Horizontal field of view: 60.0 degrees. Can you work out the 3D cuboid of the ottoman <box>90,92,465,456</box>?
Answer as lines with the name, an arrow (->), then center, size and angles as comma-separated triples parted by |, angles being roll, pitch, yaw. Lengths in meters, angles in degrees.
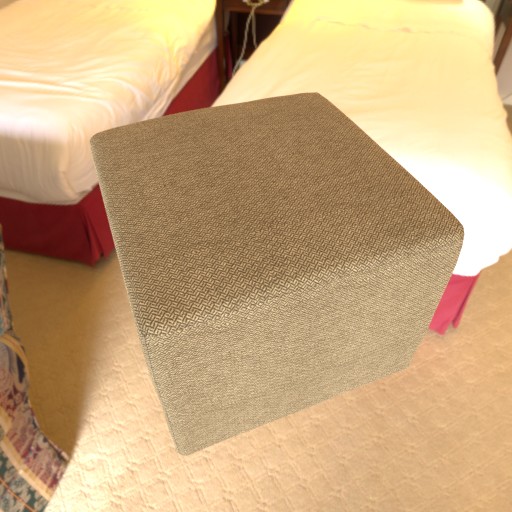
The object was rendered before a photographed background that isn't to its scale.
ottoman -> 0.000, 0.000, 0.900 | 0.512, 0.453, 0.519 | -16, 48, -15
